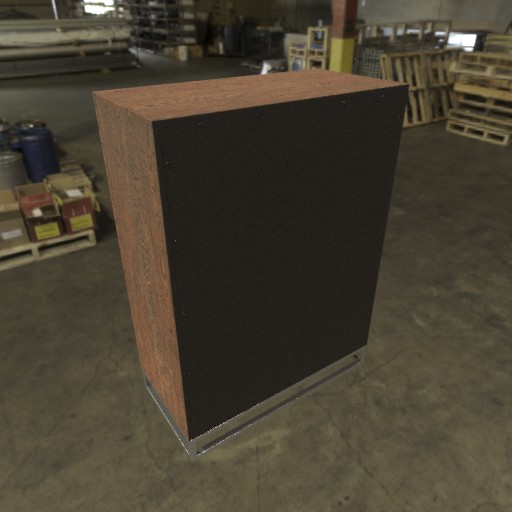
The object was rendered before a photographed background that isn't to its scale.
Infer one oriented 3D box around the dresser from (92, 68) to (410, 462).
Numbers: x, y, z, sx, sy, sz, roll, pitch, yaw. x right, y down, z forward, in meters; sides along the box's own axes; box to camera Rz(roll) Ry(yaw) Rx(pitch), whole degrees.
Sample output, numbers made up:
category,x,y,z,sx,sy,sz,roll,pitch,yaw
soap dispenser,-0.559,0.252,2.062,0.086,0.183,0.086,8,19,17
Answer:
category,x,y,z,sx,sy,sz,roll,pitch,yaw
dresser,0.000,0.000,1.830,0.965,1.321,0.508,-19,35,-29
